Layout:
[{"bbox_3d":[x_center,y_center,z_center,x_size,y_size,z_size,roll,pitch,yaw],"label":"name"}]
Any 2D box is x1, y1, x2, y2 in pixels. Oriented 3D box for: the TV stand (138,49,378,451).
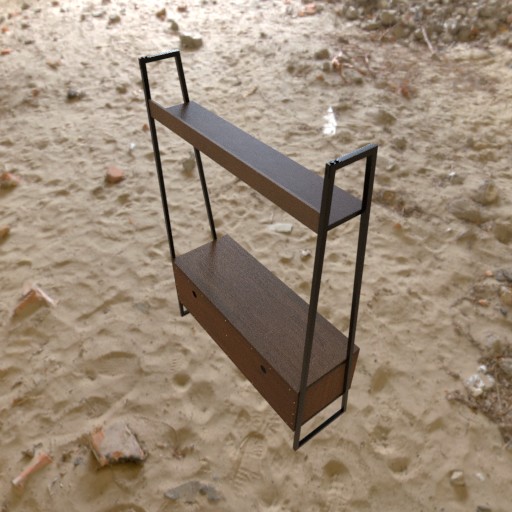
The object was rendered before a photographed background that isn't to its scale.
[{"bbox_3d":[0.000,0.000,2.332,0.432,1.772,1.250,-27,47,-27],"label":"TV stand"}]
